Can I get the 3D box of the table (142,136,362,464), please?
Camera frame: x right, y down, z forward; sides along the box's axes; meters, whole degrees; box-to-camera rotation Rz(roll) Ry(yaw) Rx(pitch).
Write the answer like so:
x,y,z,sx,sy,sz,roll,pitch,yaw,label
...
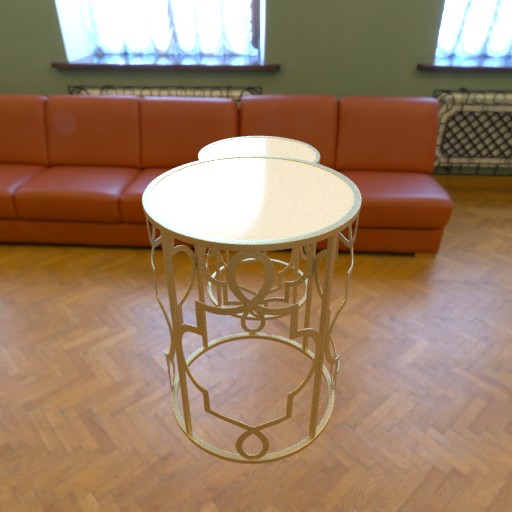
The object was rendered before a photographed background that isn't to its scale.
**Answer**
x,y,z,sx,sy,sz,roll,pitch,yaw,label
0.000,0.000,1.196,0.420,0.564,0.846,1,32,2,table
